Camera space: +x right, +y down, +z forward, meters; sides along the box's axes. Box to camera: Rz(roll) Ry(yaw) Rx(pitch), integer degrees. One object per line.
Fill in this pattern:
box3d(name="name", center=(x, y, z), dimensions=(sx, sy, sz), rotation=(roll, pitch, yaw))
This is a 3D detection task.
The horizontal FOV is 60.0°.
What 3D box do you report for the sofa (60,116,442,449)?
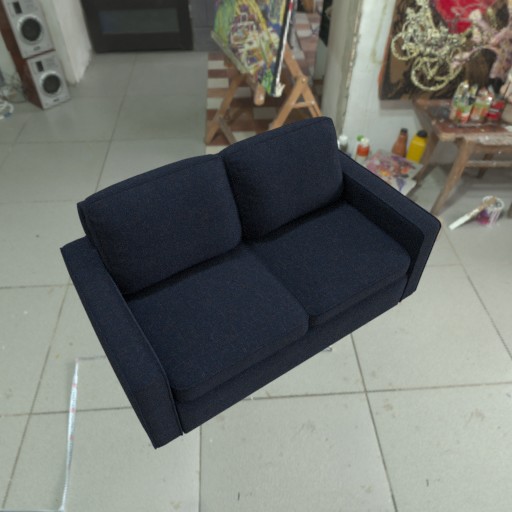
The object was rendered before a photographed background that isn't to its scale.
box3d(name="sofa", center=(0.000, 0.000, 2.297), dimensions=(1.709, 0.918, 0.947), rotation=(-25, 51, -22))
